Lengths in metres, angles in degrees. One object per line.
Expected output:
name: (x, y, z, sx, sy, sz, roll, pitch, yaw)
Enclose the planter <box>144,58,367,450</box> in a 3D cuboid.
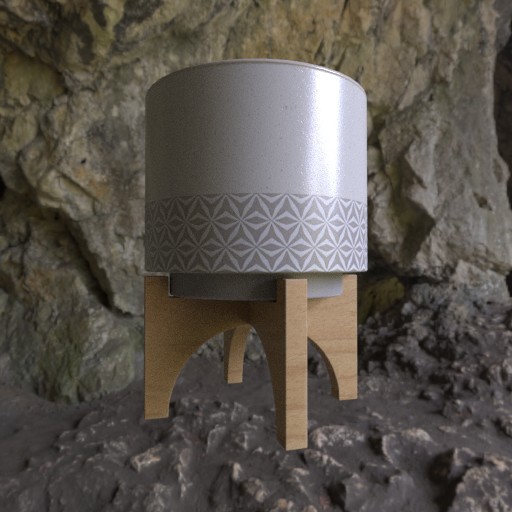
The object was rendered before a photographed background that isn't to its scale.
planter: (0.000, 0.000, 0.386, 0.188, 0.260, 0.188, 0, -1, 0)
